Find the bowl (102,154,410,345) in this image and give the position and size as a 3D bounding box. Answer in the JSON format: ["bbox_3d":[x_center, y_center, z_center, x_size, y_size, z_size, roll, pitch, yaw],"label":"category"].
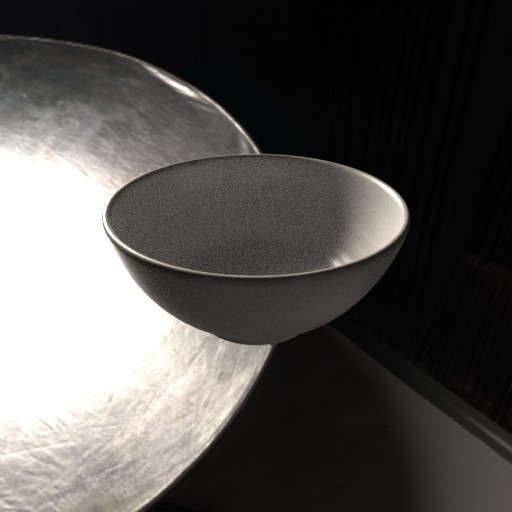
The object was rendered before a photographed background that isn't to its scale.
[{"bbox_3d":[0.000,0.000,0.431,0.268,0.121,0.268,0,30,0],"label":"bowl"}]
